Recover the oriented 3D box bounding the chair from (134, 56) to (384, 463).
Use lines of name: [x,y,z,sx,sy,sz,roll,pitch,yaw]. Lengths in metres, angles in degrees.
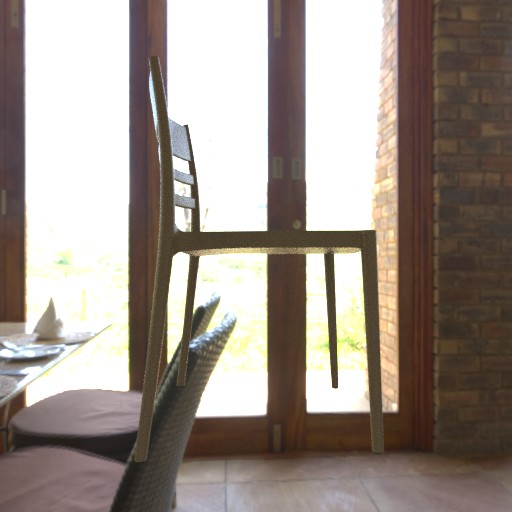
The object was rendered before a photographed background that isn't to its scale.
chair: [0.000,0.000,1.121,0.511,0.800,0.531,0,0,-1]
